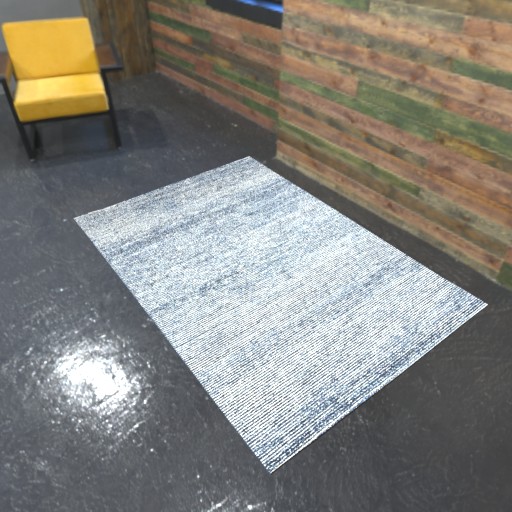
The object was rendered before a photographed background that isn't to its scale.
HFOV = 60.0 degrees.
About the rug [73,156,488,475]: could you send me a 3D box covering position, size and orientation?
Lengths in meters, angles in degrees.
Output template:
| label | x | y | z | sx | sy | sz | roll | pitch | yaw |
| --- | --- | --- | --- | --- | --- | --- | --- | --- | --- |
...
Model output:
| label | x | y | z | sx | sy | sz | roll | pitch | yaw |
| --- | --- | --- | --- | --- | --- | --- | --- | --- | --- |
| rug | 0.000 | 0.000 | 2.925 | 1.624 | 0.030 | 2.349 | -26 | 46 | -28 |
